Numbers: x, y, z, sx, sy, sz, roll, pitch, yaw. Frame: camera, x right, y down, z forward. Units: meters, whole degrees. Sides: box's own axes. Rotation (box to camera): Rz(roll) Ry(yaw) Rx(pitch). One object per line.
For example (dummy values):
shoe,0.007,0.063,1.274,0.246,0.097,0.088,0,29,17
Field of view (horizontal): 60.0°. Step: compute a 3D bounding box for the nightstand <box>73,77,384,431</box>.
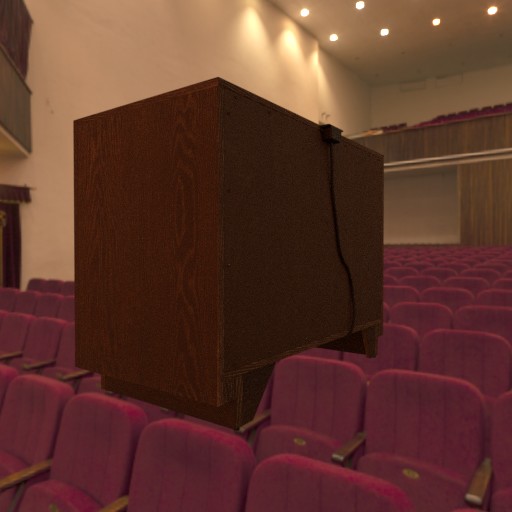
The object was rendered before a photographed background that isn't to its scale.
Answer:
nightstand,0.000,0.000,1.175,0.457,0.612,0.775,1,1,36
